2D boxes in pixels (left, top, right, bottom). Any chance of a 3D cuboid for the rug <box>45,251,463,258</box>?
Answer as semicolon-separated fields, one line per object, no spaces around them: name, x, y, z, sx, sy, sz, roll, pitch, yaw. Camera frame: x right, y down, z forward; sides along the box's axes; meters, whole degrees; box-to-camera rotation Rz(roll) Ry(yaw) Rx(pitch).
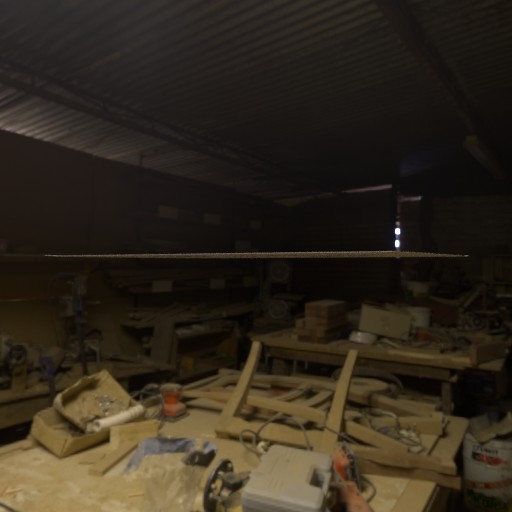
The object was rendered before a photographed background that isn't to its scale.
rug;0.000;0.000;2.276;1.813;0.008;1.223;-1;-1;34
